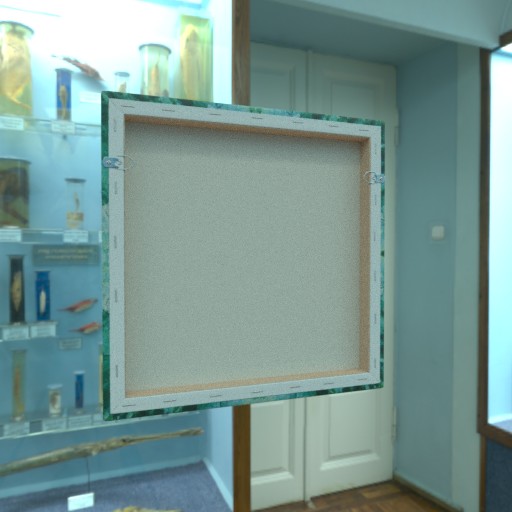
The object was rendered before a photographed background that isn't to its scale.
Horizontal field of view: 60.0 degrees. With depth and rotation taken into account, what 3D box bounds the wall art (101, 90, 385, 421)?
[{"bbox_3d":[0.000,0.000,0.772,0.507,0.508,0.038,0,1,-19],"label":"wall art"}]
